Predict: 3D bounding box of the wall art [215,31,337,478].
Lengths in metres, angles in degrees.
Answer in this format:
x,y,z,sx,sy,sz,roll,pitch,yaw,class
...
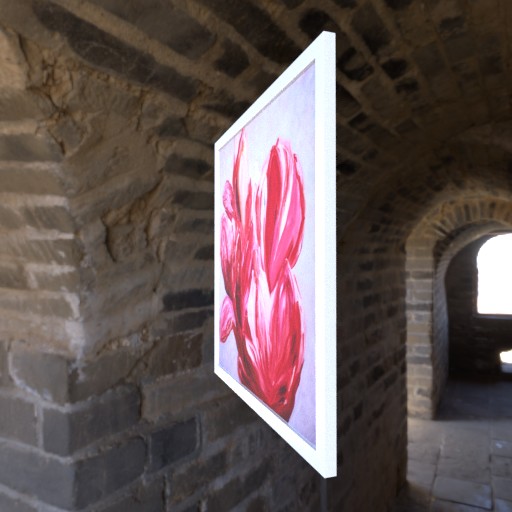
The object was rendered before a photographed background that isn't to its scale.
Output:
x,y,z,sx,sy,sz,roll,pitch,yaw,class
0.000,0.000,0.971,0.020,0.661,0.664,0,-1,-19,wall art
